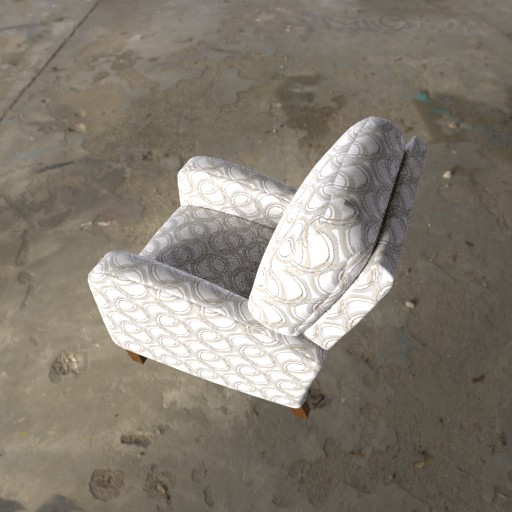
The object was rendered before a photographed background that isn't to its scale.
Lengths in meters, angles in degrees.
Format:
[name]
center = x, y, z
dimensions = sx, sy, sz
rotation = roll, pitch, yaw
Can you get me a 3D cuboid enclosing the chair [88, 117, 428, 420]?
[chair]
center = 0.000, 0.000, 1.724
dimensions = 0.995, 1.065, 0.796
rotation = 17, 49, 15
